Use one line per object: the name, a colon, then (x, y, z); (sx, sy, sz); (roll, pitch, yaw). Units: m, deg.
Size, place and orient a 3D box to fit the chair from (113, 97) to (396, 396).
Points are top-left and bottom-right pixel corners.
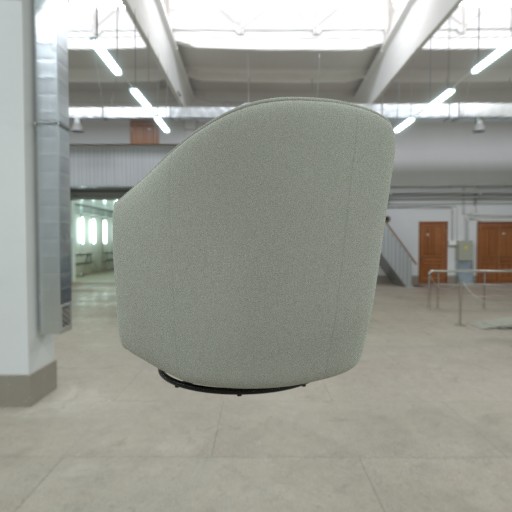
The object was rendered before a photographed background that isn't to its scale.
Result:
chair: (0.000, 0.000, 1.477); (0.747, 0.799, 0.875); (-1, 2, -35)
